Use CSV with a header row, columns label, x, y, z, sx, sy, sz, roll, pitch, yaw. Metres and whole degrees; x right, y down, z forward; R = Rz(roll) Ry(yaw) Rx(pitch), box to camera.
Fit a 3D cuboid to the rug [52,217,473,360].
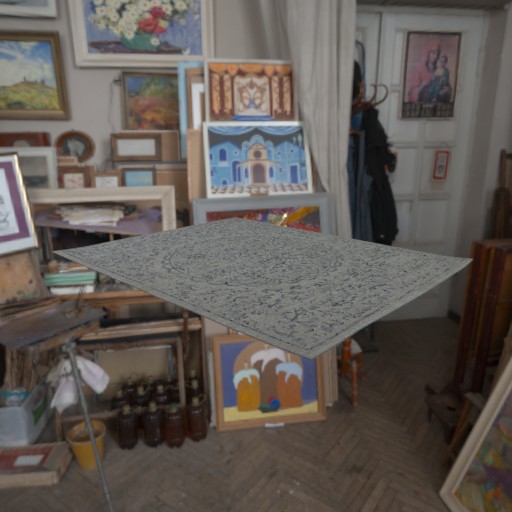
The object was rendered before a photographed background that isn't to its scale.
label,x,y,z,sx,sy,sz,roll,pitch,yaw
rug,0.000,0.000,3.911,2.925,0.026,2.343,14,21,41
